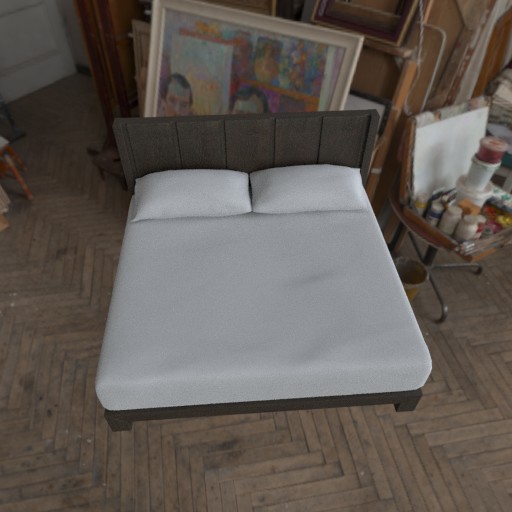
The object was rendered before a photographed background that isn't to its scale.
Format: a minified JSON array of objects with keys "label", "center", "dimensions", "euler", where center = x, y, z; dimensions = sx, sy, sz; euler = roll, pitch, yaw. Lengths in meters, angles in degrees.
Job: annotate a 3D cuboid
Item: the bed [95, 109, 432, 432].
[{"label":"bed","center":[0.000,0.000,3.362],"dimensions":[2.134,1.270,2.012],"euler":[-3,46,-3]}]
